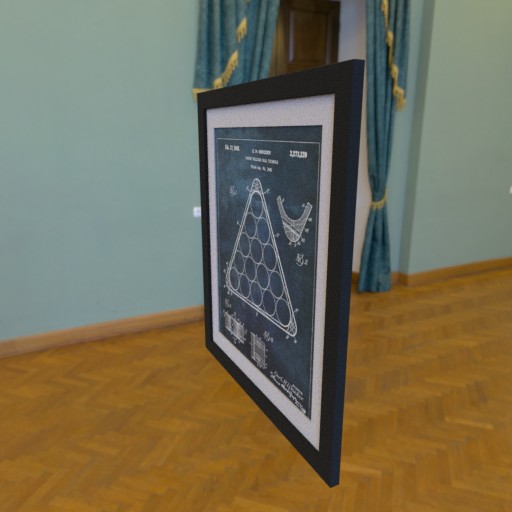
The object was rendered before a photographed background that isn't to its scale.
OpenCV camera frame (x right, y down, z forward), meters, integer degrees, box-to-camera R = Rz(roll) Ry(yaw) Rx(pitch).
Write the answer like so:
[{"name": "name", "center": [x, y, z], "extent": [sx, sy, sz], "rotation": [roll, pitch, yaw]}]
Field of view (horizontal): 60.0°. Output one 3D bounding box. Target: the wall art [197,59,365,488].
[{"name": "wall art", "center": [0.000, 0.000, 0.490], "extent": [0.010, 0.361, 0.311], "rotation": [-8, 17, -26]}]
